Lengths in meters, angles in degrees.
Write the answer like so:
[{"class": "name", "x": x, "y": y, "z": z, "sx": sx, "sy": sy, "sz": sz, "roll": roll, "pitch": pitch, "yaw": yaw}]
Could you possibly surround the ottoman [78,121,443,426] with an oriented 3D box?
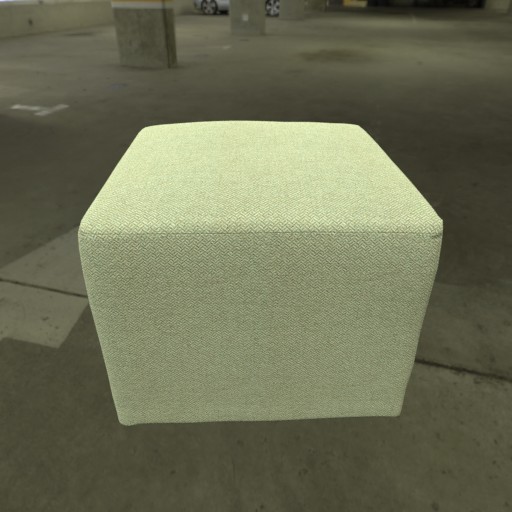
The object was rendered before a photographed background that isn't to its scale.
[{"class": "ottoman", "x": 0.000, "y": 0.000, "z": 0.902, "sx": 0.512, "sy": 0.453, "sz": 0.521, "roll": -1, "pitch": 32, "yaw": -2}]
